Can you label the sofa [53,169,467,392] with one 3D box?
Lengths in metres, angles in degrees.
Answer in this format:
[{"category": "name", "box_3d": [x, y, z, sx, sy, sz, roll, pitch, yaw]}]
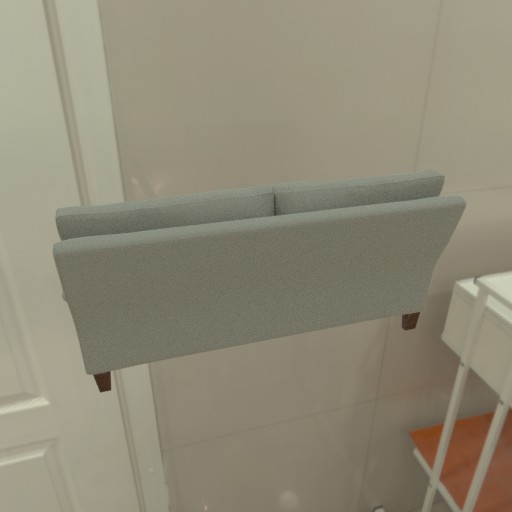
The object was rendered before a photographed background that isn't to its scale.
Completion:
[{"category": "sofa", "box_3d": [0.000, 0.000, 2.795, 2.193, 1.096, 1.069, -8, 28, -15]}]
